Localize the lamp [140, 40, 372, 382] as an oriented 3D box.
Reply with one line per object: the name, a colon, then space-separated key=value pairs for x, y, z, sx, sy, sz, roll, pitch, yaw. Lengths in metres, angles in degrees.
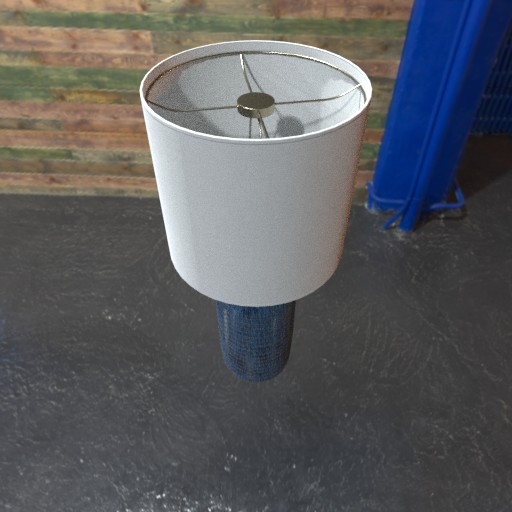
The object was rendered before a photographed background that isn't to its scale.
lamp: x=0.000 y=0.000 z=0.594 sx=0.220 sy=0.475 sz=0.220 roll=3 pitch=45 yaw=3
